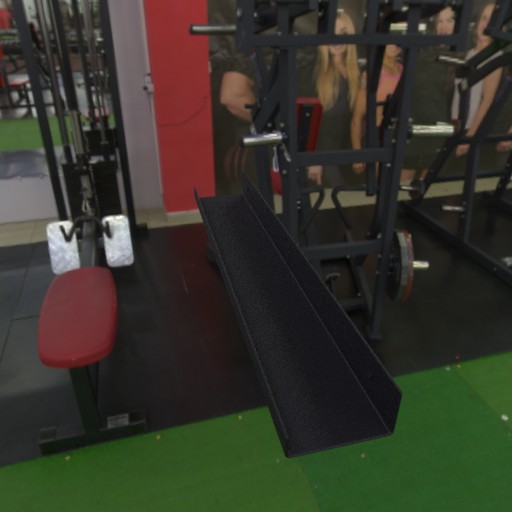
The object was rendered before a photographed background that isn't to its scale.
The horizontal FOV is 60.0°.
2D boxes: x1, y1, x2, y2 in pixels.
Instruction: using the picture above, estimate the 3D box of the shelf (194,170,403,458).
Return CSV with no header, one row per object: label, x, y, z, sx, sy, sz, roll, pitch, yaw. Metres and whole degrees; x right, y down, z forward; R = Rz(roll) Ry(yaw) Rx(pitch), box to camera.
shelf,0.000,0.000,0.627,0.102,0.053,0.605,-7,30,-12
